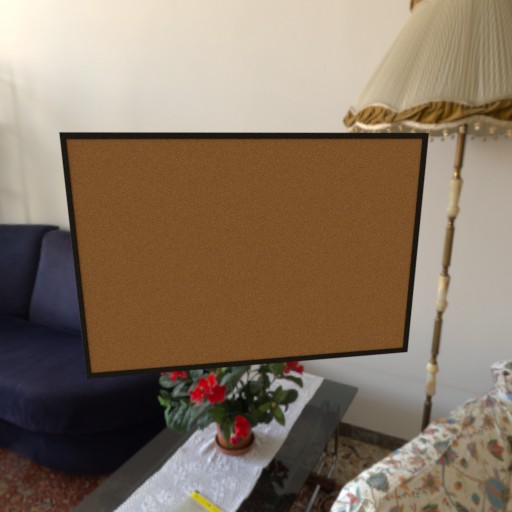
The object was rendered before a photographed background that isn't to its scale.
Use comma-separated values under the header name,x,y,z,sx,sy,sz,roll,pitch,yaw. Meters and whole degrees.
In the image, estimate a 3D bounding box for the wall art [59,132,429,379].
name,x,y,z,sx,sy,sz,roll,pitch,yaw
wall art,0.000,0.000,0.854,0.664,0.458,0.013,-3,15,-9
